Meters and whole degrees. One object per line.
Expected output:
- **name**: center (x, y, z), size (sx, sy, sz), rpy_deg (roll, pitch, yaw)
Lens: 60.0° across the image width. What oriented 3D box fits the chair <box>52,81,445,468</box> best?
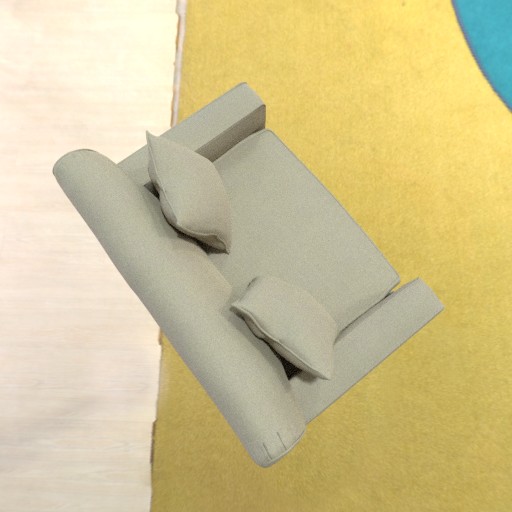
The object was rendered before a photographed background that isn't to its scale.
- **chair**: center (0.000, 0.000, 2.044), size (1.000, 0.948, 1.383), rpy_deg (-37, 78, -9)
